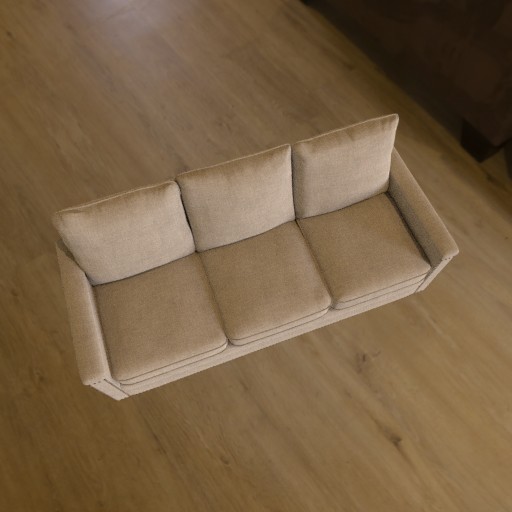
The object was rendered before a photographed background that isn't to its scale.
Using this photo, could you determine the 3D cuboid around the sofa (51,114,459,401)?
[{"bbox_3d":[0.000,0.000,2.382,1.925,0.959,0.828,-18,65,-9],"label":"sofa"}]
